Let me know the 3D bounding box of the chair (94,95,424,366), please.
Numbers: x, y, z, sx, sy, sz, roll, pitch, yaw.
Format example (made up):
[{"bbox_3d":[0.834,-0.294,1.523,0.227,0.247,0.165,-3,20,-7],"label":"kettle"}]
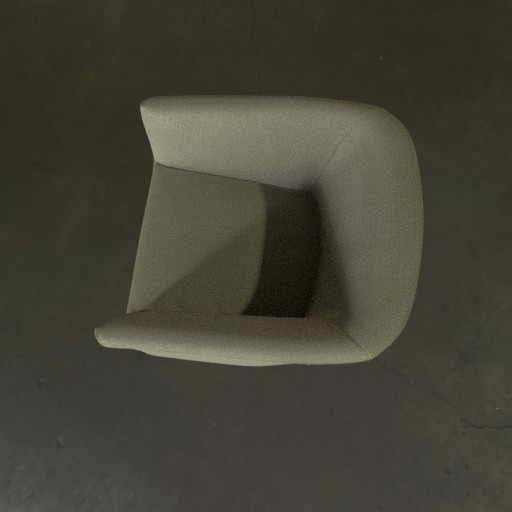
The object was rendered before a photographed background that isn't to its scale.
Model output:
[{"bbox_3d":[0.000,0.000,1.249,0.668,0.771,0.600,6,75,2],"label":"chair"}]
